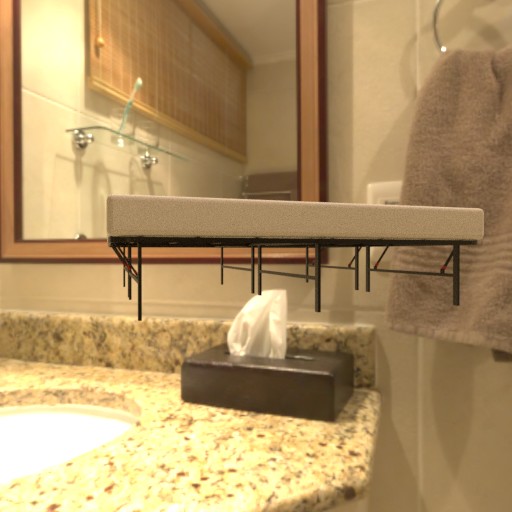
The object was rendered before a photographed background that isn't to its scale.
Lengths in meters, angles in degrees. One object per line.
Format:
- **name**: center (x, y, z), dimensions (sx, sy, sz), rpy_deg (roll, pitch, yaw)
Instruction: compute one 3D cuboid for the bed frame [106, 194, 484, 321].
- **bed frame**: center (0.000, 0.000, 3.039), dimensions (1.935, 0.525, 2.033), rpy_deg (0, 1, -18)
